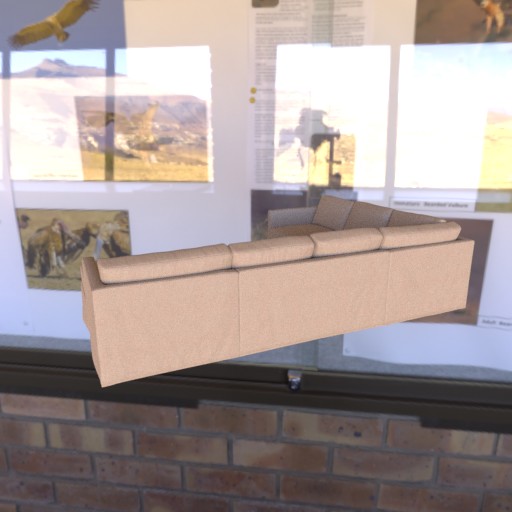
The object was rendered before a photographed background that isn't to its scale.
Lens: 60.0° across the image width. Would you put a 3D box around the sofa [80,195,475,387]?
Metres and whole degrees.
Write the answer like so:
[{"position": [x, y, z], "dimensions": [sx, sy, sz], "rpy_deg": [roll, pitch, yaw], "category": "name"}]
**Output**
[{"position": [0.000, 0.000, 4.615], "dimensions": [3.460, 0.882, 2.427], "rpy_deg": [-7, 17, -24], "category": "sofa"}]
